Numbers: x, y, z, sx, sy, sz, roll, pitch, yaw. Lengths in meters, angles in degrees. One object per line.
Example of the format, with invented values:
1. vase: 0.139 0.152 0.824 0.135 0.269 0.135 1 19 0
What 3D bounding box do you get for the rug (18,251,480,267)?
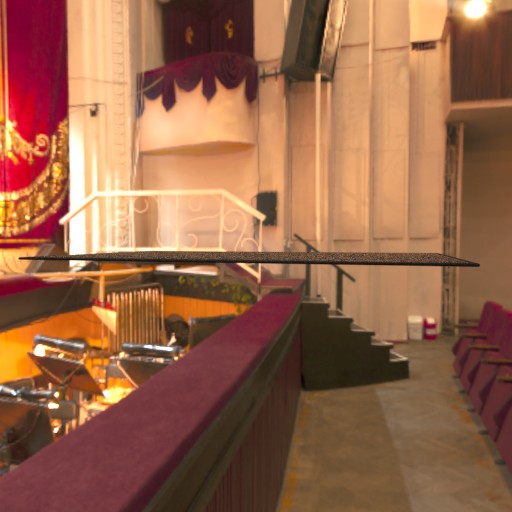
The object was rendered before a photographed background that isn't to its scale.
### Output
1. rug: 0.000 0.000 2.965 2.441 0.015 1.526 1 2 16
